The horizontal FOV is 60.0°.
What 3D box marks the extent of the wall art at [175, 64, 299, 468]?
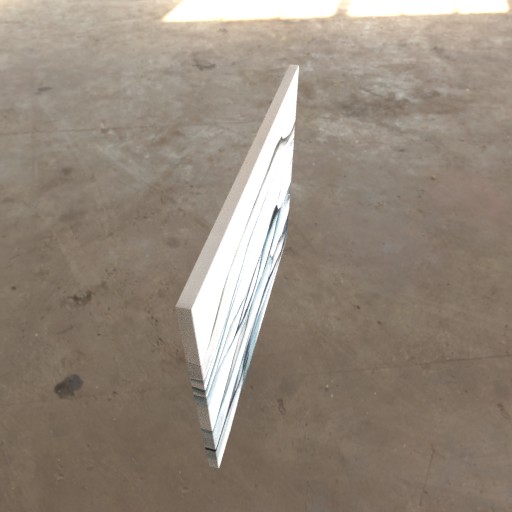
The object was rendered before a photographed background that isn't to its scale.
[{"bbox_3d":[0.000,0.000,1.638,0.039,0.915,1.219,10,47,10],"label":"wall art"}]
